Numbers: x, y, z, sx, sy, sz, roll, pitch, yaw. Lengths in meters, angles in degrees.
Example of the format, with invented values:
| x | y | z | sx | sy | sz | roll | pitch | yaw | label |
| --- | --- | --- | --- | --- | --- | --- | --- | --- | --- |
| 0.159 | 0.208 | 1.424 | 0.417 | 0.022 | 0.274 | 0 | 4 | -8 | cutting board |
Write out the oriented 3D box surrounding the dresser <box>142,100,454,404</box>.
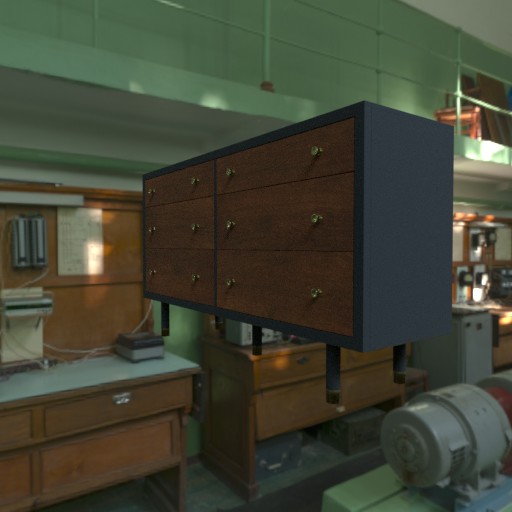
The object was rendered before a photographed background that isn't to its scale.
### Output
| x | y | z | sx | sy | sz | roll | pitch | yaw | label |
| --- | --- | --- | --- | --- | --- | --- | --- | --- | --- |
| 0.000 | 0.000 | 1.948 | 0.463 | 0.872 | 1.558 | -1 | 2 | -36 | dresser |
